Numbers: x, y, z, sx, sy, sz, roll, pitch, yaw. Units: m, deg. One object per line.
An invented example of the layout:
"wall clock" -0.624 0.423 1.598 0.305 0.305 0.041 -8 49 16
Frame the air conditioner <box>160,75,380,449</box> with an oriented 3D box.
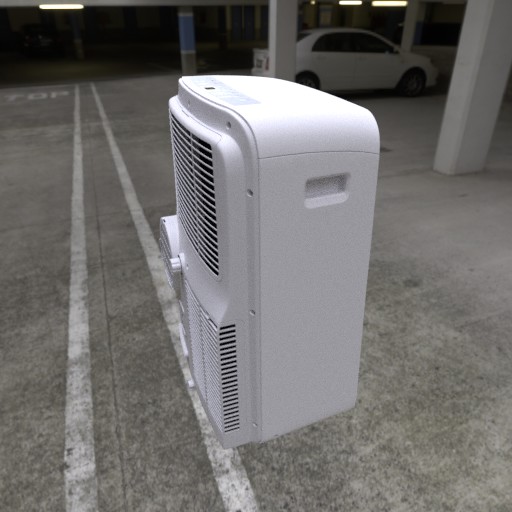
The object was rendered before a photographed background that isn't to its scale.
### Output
"air conditioner" 0.000 0.000 0.963 0.365 0.700 0.454 -11 32 -18
